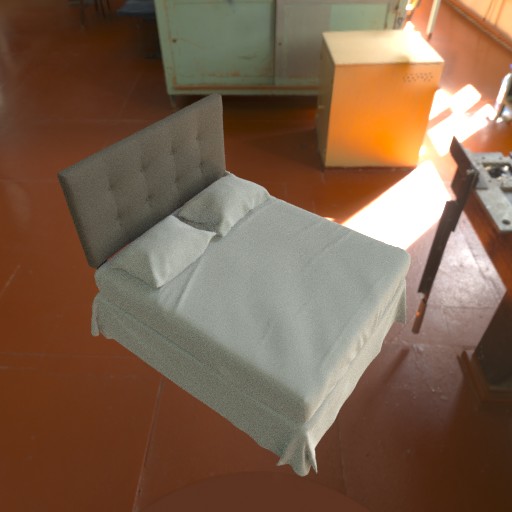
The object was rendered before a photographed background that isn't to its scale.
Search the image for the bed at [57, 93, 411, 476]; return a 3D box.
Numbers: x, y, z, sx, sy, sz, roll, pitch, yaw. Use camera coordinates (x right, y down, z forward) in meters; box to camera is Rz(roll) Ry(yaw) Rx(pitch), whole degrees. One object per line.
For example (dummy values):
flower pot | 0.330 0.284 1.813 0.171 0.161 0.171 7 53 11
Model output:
bed | 0.000 0.000 3.455 2.222 1.577 1.936 26 48 26
